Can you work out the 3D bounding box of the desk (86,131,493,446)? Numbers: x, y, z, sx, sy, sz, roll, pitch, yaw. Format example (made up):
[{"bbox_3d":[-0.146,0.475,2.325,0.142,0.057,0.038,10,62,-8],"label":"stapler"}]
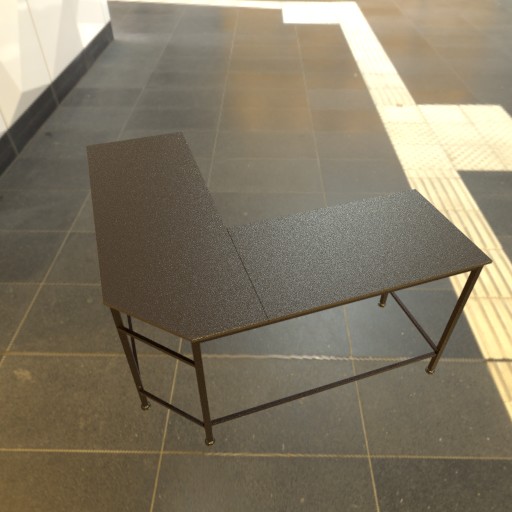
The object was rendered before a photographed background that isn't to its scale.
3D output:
[{"bbox_3d":[0.000,0.000,2.203,1.379,0.739,1.379,-13,44,-14],"label":"desk"}]
